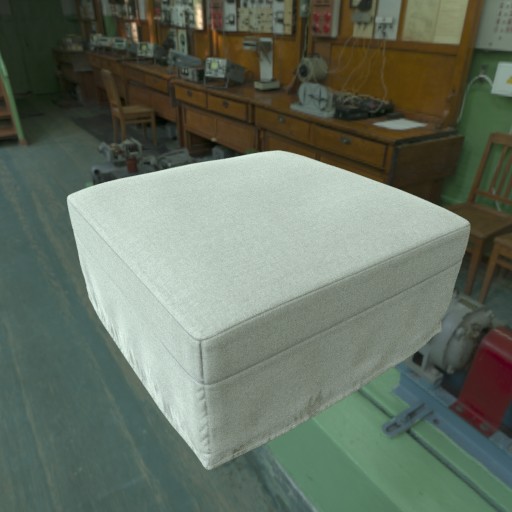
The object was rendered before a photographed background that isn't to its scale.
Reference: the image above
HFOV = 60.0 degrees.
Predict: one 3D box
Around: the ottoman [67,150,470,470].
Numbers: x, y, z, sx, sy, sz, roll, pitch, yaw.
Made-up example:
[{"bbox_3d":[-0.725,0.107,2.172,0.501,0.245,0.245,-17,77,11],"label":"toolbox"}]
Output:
[{"bbox_3d":[0.000,0.000,1.314,0.840,0.436,0.843,-19,34,-30],"label":"ottoman"}]
